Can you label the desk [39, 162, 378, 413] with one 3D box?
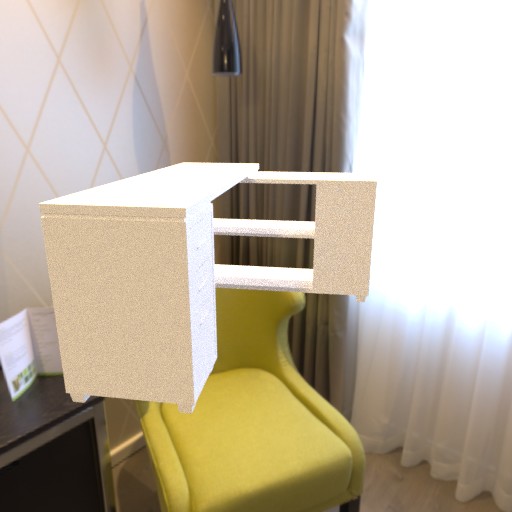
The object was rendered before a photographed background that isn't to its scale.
[{"bbox_3d":[0.000,0.000,2.192,1.199,0.759,1.524,3,17,9],"label":"desk"}]
